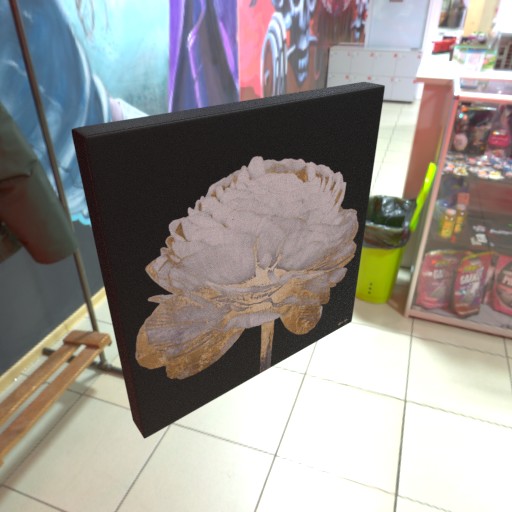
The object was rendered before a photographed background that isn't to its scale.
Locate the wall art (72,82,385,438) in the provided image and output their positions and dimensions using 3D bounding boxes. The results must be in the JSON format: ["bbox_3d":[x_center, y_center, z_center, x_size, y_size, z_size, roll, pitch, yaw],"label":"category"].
[{"bbox_3d":[0.000,0.000,0.606,0.406,0.407,0.041,-21,37,-31],"label":"wall art"}]
